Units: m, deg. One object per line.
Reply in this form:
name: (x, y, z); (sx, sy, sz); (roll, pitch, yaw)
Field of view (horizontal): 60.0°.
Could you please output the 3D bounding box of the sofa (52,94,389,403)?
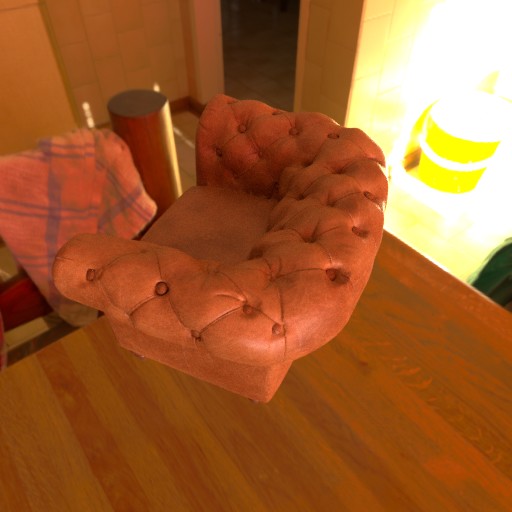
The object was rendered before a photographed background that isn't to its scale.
sofa: (0.000, 0.000, 2.028); (1.033, 0.878, 1.405); (16, 47, 15)
